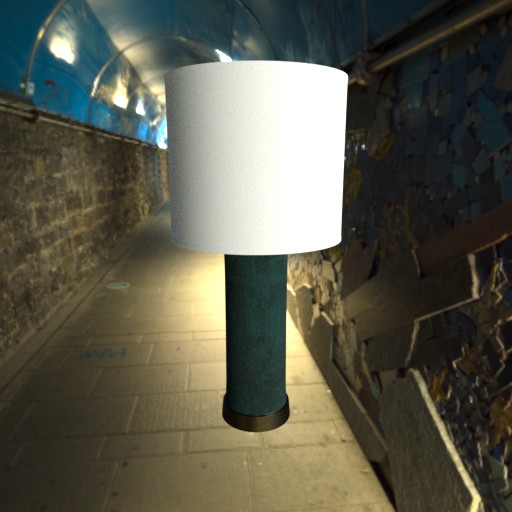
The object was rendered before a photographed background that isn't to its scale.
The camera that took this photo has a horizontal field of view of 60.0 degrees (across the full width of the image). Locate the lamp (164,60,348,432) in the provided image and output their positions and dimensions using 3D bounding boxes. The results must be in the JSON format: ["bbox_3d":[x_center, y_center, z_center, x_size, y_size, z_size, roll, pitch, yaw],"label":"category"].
[{"bbox_3d":[0.000,0.000,0.805,0.301,0.630,0.301,2,13,9],"label":"lamp"}]
